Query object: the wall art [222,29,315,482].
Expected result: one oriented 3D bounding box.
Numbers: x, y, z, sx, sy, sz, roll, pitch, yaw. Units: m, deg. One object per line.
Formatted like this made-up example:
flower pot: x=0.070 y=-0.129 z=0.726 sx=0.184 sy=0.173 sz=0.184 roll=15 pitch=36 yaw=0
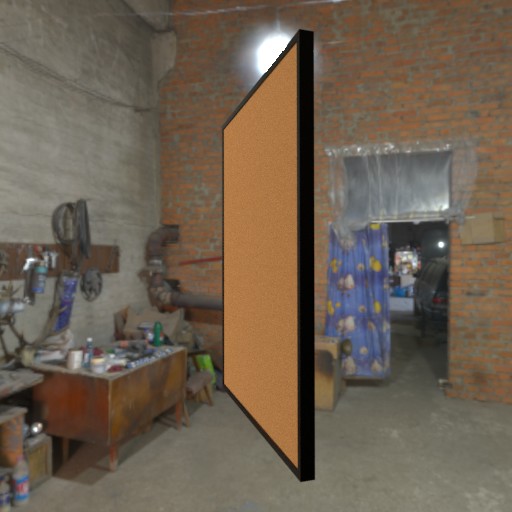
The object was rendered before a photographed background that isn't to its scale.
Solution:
wall art: x=0.000 y=0.000 z=1.428 sx=0.040 sy=1.062 sz=0.805 roll=0 pitch=0 yaw=-17
